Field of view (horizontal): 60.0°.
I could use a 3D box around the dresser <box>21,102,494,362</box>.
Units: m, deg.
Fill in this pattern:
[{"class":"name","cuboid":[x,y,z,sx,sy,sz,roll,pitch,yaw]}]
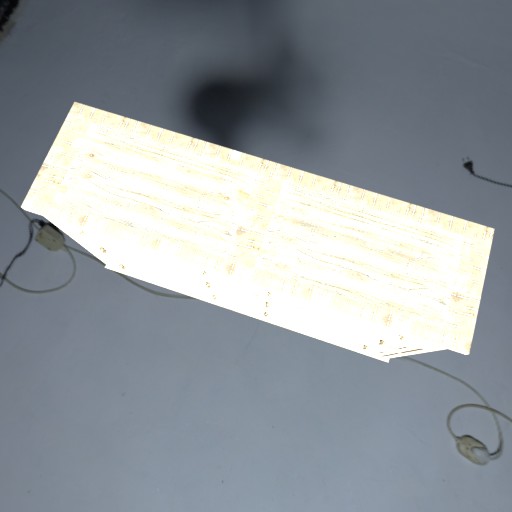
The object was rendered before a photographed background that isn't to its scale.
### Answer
[{"class":"dresser","cuboid":[0.000,0.000,2.067,1.626,1.016,0.457,18,75,5]}]
